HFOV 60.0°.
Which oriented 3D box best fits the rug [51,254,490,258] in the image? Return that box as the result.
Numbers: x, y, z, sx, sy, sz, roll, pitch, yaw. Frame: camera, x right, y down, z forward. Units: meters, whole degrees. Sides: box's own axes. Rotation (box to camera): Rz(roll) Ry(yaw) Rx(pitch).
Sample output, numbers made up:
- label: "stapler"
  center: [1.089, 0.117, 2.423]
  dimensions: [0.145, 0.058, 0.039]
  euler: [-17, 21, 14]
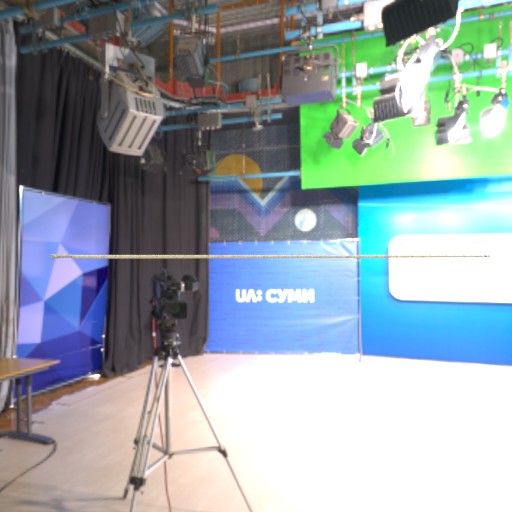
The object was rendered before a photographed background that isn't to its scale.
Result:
- label: "rug"
  center: [0.000, 0.000, 2.241]
  dimensions: [1.771, 0.015, 1.223]
  euler: [0, 0, -19]
